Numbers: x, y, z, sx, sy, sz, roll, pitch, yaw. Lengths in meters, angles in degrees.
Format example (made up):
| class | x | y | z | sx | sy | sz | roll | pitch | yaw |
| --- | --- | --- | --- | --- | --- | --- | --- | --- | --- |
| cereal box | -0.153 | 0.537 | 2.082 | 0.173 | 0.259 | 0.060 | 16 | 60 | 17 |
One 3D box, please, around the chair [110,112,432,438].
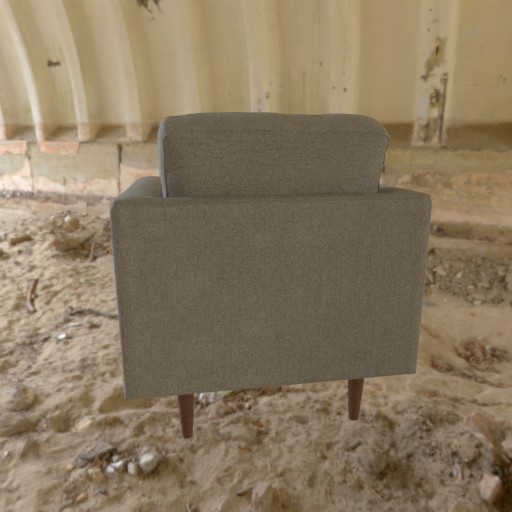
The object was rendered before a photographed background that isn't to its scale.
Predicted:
| class | x | y | z | sx | sy | sz | roll | pitch | yaw |
| --- | --- | --- | --- | --- | --- | --- | --- | --- | --- |
| chair | 0.000 | 0.000 | 1.549 | 0.855 | 0.927 | 0.800 | -2 | 15 | -9 |
